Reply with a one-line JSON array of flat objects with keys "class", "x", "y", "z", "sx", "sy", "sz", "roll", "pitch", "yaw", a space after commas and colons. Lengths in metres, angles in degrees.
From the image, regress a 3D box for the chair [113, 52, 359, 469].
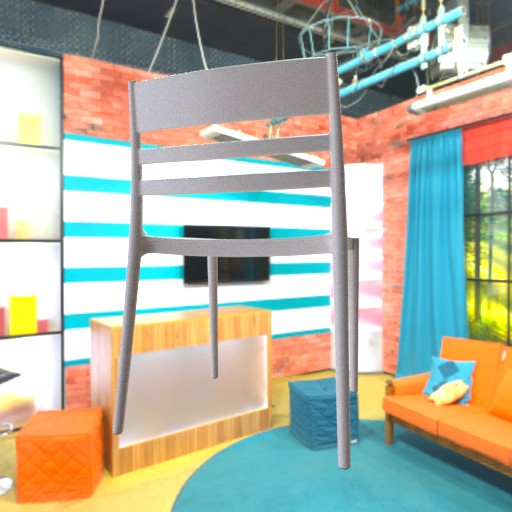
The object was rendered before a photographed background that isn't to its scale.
[{"class": "chair", "x": 0.000, "y": 0.000, "z": 1.139, "sx": 0.531, "sy": 0.800, "sz": 0.511, "roll": 0, "pitch": 1, "yaw": 18}]
